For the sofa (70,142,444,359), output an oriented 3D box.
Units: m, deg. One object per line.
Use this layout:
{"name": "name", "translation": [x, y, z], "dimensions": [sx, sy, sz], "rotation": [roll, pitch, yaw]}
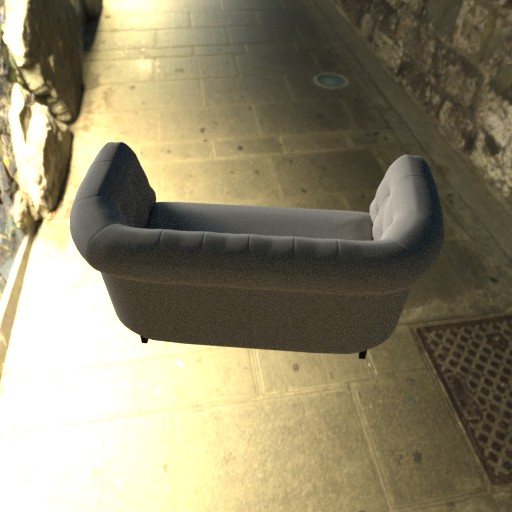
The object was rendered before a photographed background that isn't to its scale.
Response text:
{"name": "sofa", "translation": [0.000, 0.000, 2.114], "dimensions": [1.558, 0.827, 0.835], "rotation": [3, 46, 3]}
